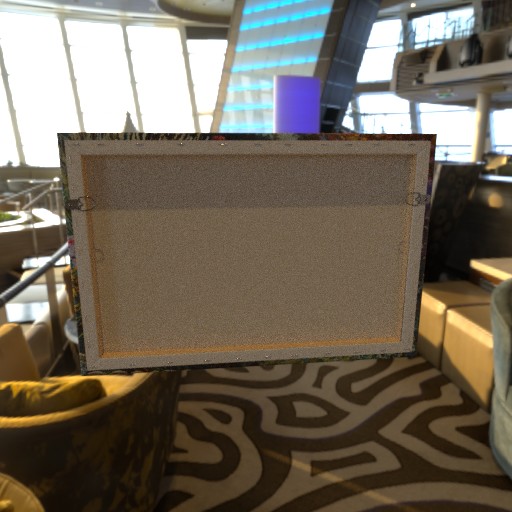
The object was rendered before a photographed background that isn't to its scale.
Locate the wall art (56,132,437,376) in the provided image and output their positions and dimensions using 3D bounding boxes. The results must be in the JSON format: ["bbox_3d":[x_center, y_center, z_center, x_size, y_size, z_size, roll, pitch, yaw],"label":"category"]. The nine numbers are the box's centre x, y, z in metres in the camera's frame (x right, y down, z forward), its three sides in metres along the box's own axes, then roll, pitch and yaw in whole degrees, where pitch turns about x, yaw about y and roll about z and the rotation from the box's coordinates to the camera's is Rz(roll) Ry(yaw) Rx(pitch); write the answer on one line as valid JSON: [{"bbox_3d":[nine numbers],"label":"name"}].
[{"bbox_3d":[0.000,0.000,1.420,1.136,0.760,0.042,-2,14,-7],"label":"wall art"}]
